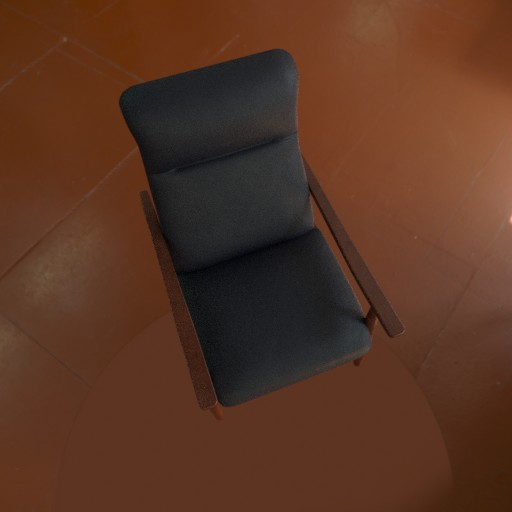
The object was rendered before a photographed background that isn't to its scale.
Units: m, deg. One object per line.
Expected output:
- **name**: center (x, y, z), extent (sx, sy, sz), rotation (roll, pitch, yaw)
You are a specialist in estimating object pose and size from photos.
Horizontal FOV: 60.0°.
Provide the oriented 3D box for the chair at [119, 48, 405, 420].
- **chair**: center (0.000, 0.000, 1.794), extent (0.762, 1.082, 1.014), rotation (-19, 65, -9)
